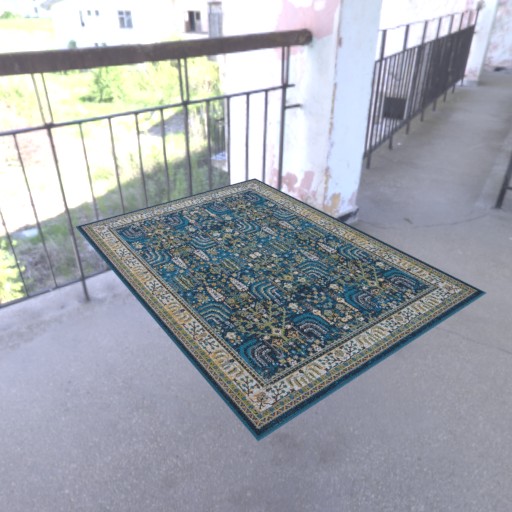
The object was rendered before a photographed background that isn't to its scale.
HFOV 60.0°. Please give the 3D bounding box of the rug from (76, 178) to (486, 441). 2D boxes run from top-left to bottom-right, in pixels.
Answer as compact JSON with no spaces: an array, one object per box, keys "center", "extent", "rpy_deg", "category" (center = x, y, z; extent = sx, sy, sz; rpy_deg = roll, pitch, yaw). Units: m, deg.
[{"center":[0.000,0.000,3.939],"extent":[2.226,0.015,3.044],"rpy_deg":[-21,37,-31],"category":"rug"}]
